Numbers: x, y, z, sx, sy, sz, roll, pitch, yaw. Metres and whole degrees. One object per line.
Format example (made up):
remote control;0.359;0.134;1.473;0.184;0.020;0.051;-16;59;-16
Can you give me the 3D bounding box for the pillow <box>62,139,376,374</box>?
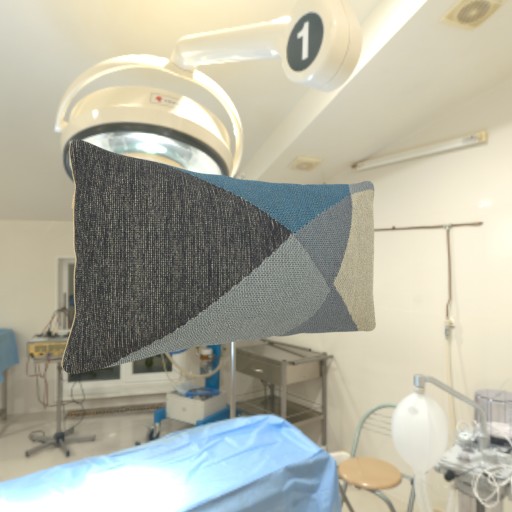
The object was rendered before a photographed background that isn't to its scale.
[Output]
pillow;0.000;0.000;0.738;0.604;0.307;0.148;0;0;-36
